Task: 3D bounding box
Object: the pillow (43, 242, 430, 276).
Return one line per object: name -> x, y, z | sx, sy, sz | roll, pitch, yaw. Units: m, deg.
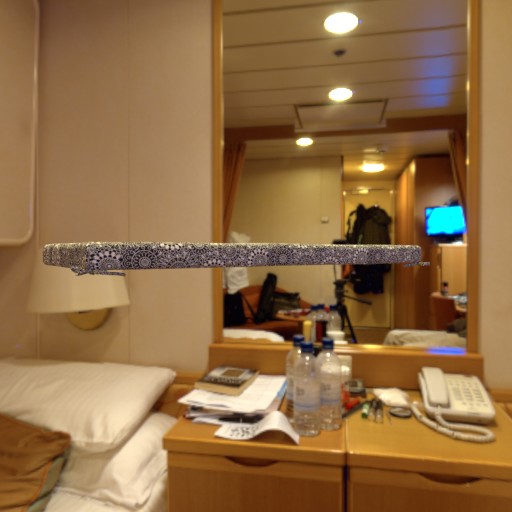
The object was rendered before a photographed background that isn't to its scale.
pillow -> 0.000, 0.000, 1.390 | 1.187, 0.081, 0.492 | 0, 1, -36
